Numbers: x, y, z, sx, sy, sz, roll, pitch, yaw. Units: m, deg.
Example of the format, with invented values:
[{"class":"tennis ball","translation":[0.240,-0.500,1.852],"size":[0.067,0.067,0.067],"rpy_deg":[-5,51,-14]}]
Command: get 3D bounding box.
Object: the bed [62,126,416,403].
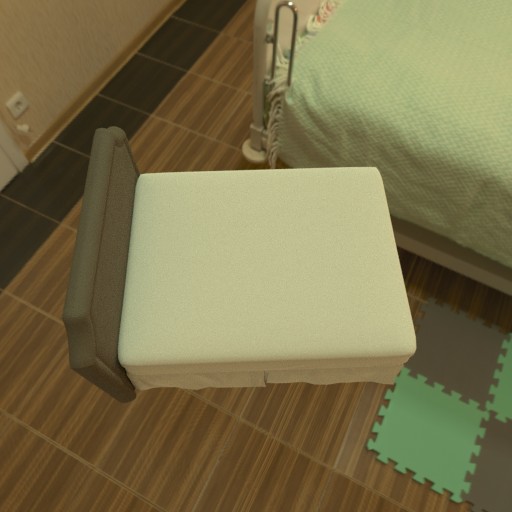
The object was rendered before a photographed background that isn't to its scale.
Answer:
[{"class":"bed","translation":[0.000,0.000,3.296],"size":[2.181,1.297,1.831],"rpy_deg":[-2,62,-1]}]
